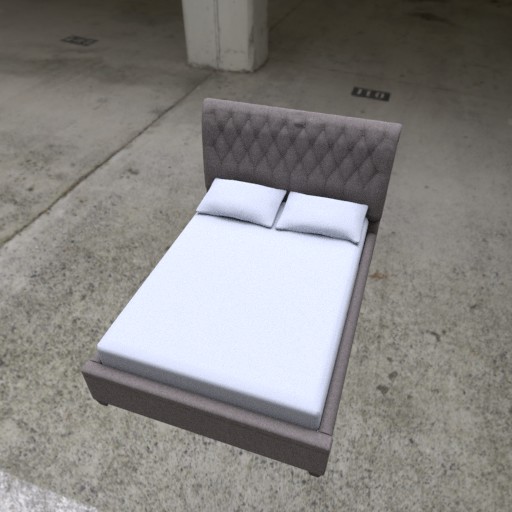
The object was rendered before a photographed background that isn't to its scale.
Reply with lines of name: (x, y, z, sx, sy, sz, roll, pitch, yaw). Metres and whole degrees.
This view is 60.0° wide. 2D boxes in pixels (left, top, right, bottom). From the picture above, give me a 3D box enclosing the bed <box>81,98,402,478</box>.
bed: (0.000, 0.000, 3.273, 1.645, 1.371, 2.252, 13, 43, 14)
